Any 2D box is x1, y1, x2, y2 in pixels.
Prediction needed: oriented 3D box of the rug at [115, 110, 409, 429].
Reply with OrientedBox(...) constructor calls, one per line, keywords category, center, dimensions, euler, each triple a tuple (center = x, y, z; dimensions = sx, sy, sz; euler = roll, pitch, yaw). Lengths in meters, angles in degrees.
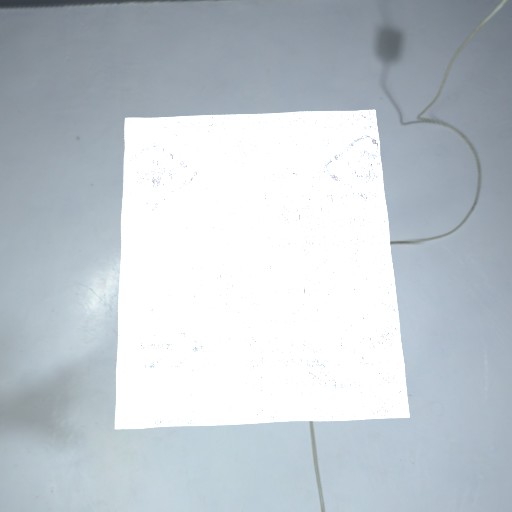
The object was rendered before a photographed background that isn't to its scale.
OrientedBox(category="rug", center=(0.000, 0.000, 0.893), dimensions=(0.548, 0.006, 0.639), euler=(-2, 77, 0))
